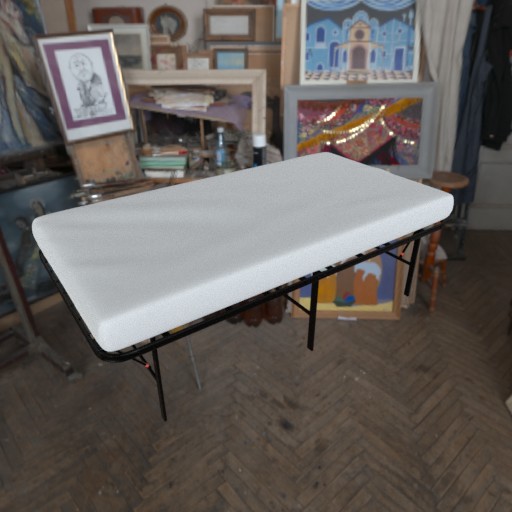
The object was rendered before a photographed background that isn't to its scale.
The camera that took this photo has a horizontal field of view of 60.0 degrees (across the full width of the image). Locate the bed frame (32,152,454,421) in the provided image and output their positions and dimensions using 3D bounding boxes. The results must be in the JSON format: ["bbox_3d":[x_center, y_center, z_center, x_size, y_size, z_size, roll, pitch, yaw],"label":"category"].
[{"bbox_3d":[0.000,0.000,2.315,1.903,0.619,0.989,-19,35,-30],"label":"bed frame"}]
